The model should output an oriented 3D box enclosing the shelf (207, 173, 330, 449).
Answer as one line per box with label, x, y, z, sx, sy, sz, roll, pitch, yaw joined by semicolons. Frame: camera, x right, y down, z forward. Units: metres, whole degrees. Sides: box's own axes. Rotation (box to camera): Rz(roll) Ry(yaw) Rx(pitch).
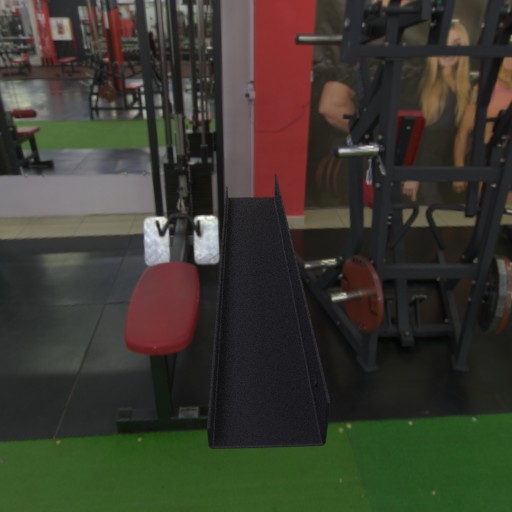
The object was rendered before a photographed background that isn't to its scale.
shelf;0.000;0.000;0.636;0.102;0.053;0.605;-1;28;-2
